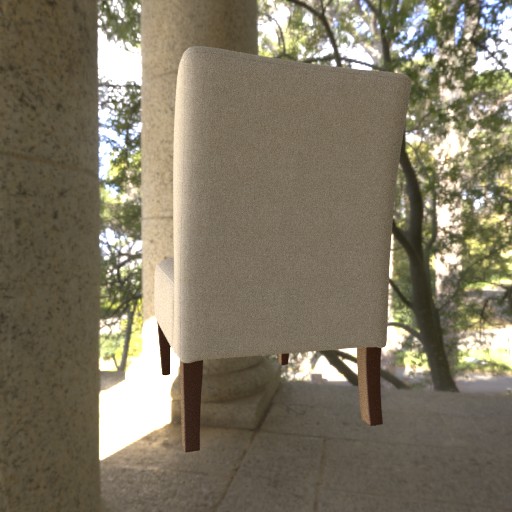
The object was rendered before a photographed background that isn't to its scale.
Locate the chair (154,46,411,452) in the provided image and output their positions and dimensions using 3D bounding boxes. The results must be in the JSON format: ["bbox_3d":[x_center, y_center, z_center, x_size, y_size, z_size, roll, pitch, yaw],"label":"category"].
[{"bbox_3d":[0.000,0.000,1.272,0.521,0.833,0.754,0,1,-17],"label":"chair"}]
